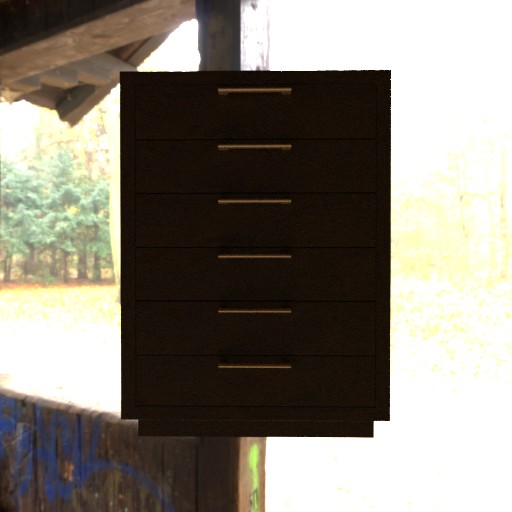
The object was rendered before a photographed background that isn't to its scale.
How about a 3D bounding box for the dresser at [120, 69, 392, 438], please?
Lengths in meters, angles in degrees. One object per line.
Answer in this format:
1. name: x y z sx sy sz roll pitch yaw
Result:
1. dresser: 0.000 0.000 1.795 0.964 1.320 0.516 0 1 1
